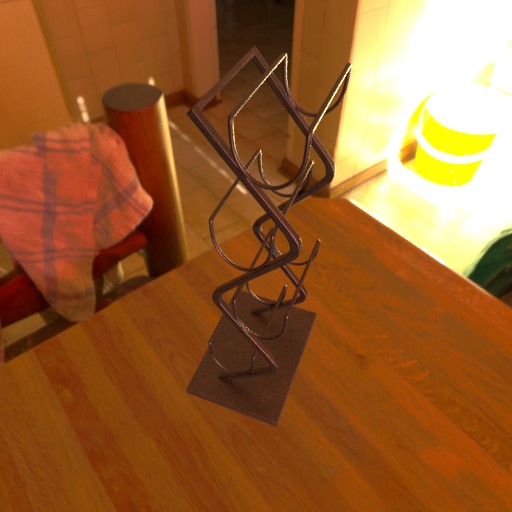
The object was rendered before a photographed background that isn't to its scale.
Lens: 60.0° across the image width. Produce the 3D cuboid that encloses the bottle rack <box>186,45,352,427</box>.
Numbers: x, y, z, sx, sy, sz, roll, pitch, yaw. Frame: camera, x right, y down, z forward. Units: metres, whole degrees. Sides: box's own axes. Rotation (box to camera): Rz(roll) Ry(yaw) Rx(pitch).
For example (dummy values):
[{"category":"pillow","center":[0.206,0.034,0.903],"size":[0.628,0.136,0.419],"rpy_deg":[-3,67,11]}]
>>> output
[{"category":"bottle rack","center":[0.000,0.000,0.686],"size":[0.178,0.559,0.254],"rpy_deg":[16,48,15]}]
